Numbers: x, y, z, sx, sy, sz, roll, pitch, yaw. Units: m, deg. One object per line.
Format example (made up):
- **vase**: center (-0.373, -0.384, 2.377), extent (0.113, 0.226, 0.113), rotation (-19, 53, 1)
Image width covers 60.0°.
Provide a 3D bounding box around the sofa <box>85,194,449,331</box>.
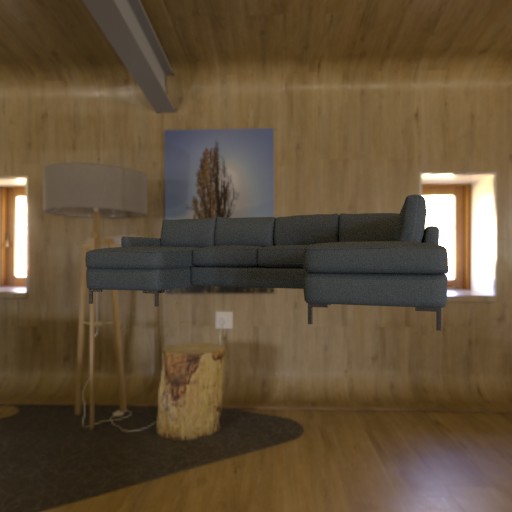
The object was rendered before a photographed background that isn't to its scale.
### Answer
- **sofa**: center (0.000, 0.000, 3.907), extent (2.975, 0.858, 1.984), rotation (0, 0, 18)
